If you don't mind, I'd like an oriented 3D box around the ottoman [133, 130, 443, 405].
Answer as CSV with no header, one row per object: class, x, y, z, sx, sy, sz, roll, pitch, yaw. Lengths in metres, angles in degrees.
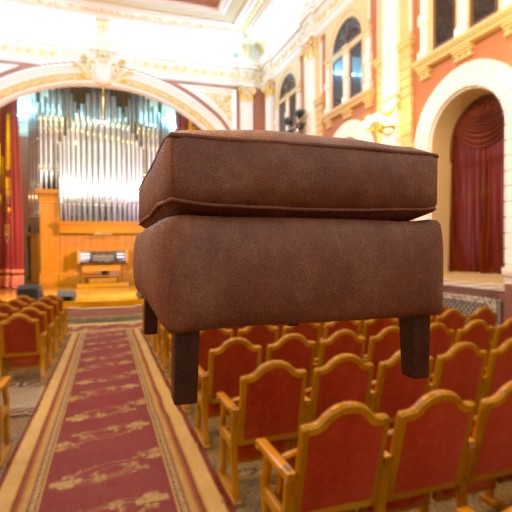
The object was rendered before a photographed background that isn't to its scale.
ottoman,0.000,0.000,0.971,0.501,0.418,0.665,0,1,-18
